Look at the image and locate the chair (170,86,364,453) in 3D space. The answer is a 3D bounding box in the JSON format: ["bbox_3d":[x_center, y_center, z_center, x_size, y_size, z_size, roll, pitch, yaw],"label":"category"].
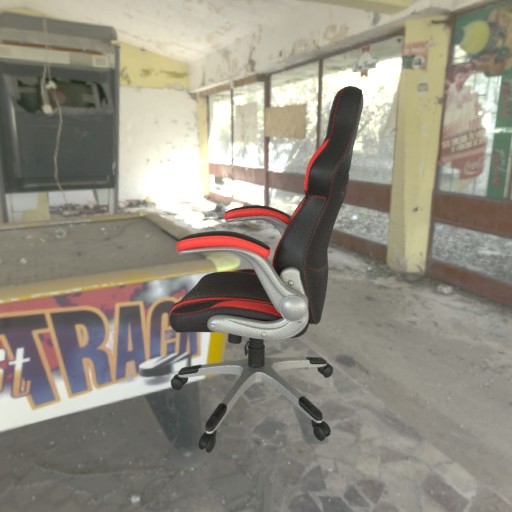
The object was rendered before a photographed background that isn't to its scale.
[{"bbox_3d":[0.000,0.000,1.642,0.712,1.165,0.758,3,15,10],"label":"chair"}]
